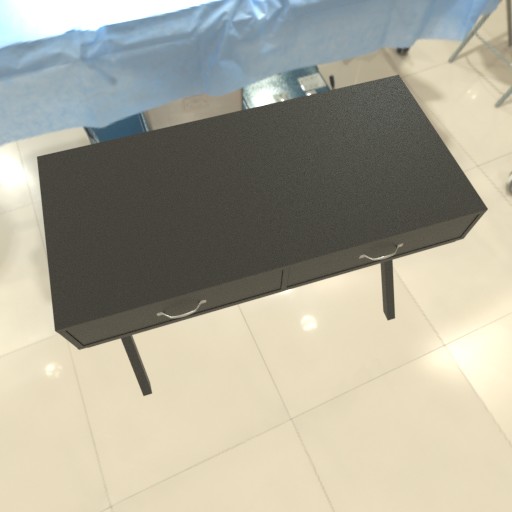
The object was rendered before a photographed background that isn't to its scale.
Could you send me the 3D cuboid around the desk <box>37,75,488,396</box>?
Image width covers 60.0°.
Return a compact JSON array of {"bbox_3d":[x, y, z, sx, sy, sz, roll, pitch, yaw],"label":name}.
[{"bbox_3d":[0.000,0.000,1.480,1.057,0.780,0.525,-15,63,-8],"label":"desk"}]
